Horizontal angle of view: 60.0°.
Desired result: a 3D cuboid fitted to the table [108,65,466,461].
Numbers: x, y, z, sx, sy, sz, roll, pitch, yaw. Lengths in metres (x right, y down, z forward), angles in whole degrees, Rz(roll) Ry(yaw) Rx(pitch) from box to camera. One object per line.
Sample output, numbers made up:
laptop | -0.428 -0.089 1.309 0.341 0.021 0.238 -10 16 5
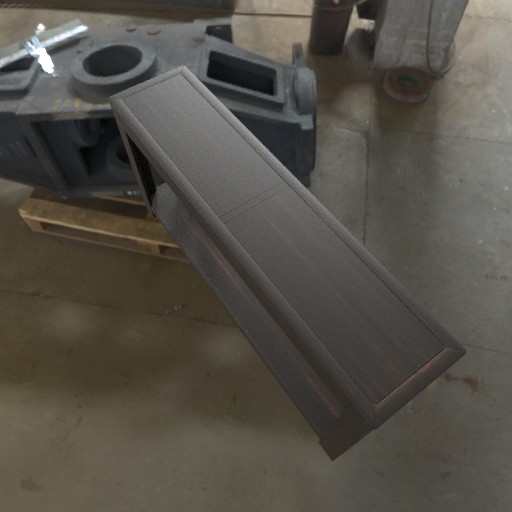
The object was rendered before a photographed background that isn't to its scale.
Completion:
table | 0.000 0.000 1.916 0.384 0.762 1.631 -31 64 -17
